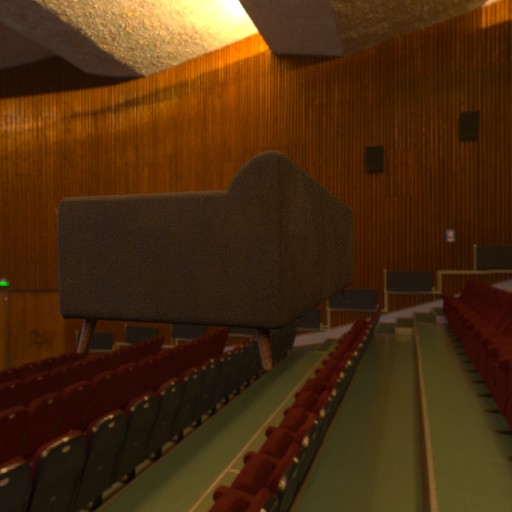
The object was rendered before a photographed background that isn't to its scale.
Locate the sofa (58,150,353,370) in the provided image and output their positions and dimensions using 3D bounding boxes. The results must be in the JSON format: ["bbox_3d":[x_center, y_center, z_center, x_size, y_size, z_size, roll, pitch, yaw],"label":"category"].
[{"bbox_3d":[0.000,0.000,2.589,0.900,0.740,2.190,0,1,18],"label":"sofa"}]
